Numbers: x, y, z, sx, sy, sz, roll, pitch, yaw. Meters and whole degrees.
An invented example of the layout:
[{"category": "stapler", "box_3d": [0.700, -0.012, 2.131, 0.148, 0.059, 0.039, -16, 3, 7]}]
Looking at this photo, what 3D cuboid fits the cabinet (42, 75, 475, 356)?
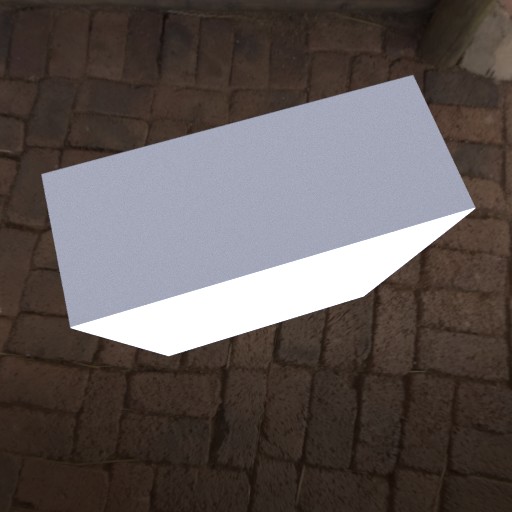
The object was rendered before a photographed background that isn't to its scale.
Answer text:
[{"category": "cabinet", "box_3d": [0.000, 0.000, 1.668, 1.000, 1.190, 0.400, -16, 75, -5]}]
